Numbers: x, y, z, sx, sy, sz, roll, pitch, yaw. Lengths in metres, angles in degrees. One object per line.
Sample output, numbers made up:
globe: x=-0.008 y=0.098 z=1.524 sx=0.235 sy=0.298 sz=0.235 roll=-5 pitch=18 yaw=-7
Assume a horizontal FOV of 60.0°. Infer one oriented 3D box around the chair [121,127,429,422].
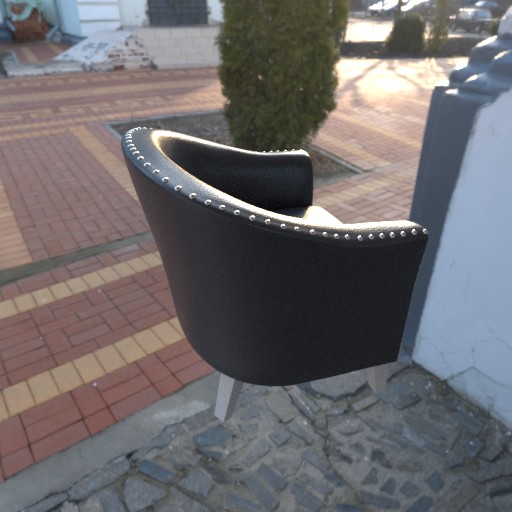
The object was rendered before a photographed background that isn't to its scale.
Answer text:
chair: x=0.000 y=0.000 z=1.470 sx=0.748 sy=0.823 sz=0.794 roll=-10 pitch=31 yaw=-17
